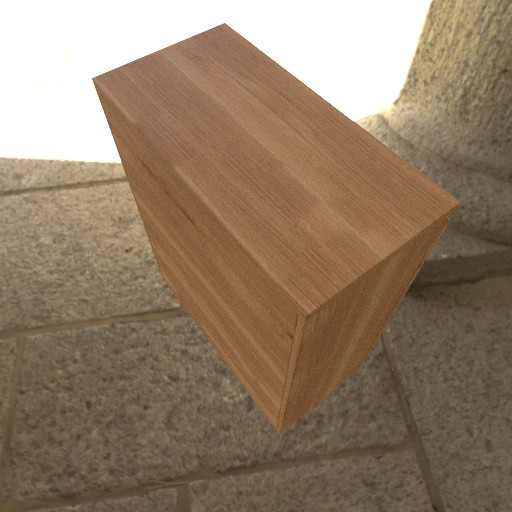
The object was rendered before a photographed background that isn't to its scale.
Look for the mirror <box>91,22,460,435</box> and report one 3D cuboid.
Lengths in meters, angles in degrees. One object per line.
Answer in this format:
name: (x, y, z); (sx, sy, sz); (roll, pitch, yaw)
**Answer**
mirror: (0.000, 0.000, 1.395); (0.400, 1.000, 0.800); (-33, 63, -19)
